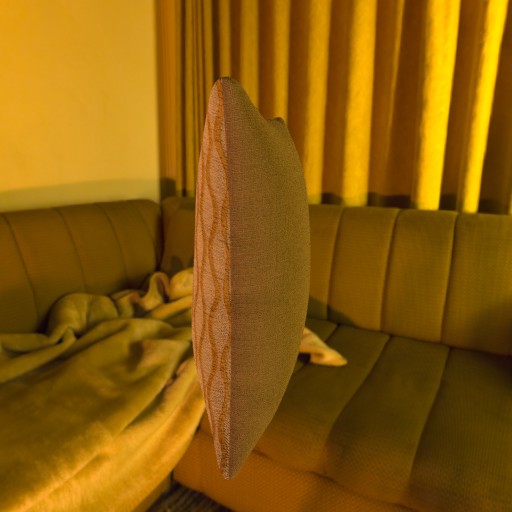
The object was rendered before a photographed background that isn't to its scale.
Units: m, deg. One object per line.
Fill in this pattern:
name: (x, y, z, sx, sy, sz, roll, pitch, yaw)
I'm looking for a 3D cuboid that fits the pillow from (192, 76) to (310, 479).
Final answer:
pillow: (0.000, 0.000, 0.661, 0.159, 0.436, 0.429, 2, 13, 9)
